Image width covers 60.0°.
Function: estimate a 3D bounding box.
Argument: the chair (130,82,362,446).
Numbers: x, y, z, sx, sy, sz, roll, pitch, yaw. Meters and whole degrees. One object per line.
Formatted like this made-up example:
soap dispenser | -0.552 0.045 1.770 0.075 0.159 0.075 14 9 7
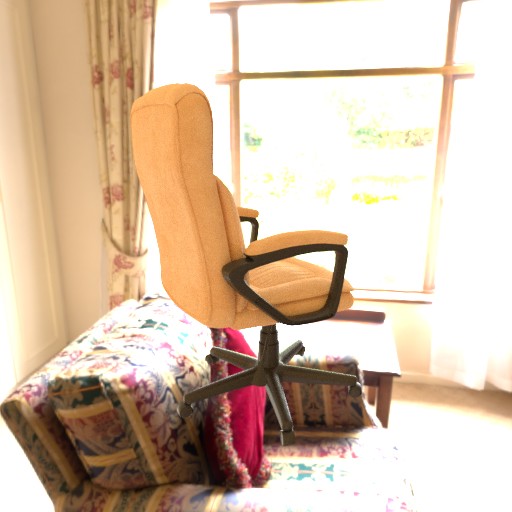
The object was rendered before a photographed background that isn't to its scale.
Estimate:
chair | 0.000 0.000 1.575 0.724 1.105 0.667 -8 16 -28
